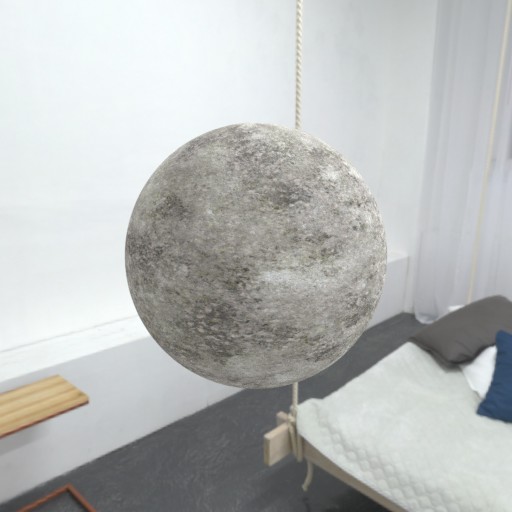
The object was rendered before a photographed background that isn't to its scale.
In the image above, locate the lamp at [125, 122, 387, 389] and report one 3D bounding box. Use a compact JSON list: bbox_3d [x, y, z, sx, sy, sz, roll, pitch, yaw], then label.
[{"bbox_3d":[0.000,0.000,0.743,0.422,0.429,0.422,0,14,0],"label":"lamp"}]
